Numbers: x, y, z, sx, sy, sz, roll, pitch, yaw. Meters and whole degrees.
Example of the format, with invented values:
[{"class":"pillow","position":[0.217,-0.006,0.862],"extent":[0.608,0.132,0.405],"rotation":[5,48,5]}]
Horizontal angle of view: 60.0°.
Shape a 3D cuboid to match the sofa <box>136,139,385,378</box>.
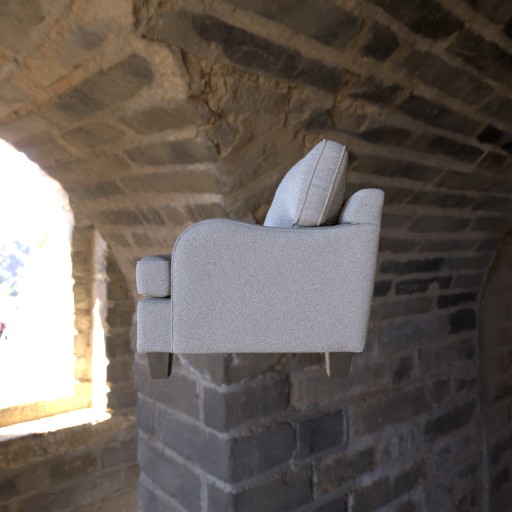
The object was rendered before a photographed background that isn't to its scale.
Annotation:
[{"class":"sofa","position":[0.000,0.000,2.910],"extent":[1.016,0.997,2.323],"rotation":[0,0,-1]}]
